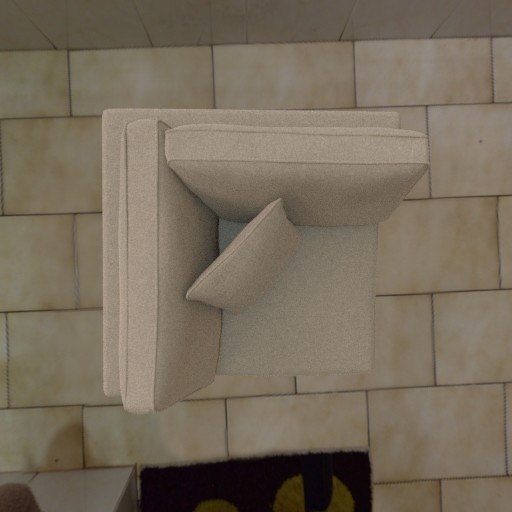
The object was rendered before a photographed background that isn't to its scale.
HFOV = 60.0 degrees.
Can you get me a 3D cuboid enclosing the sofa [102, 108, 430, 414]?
[{"bbox_3d":[0.000,0.000,1.945,1.146,1.002,1.084,0,90,-2],"label":"sofa"}]
